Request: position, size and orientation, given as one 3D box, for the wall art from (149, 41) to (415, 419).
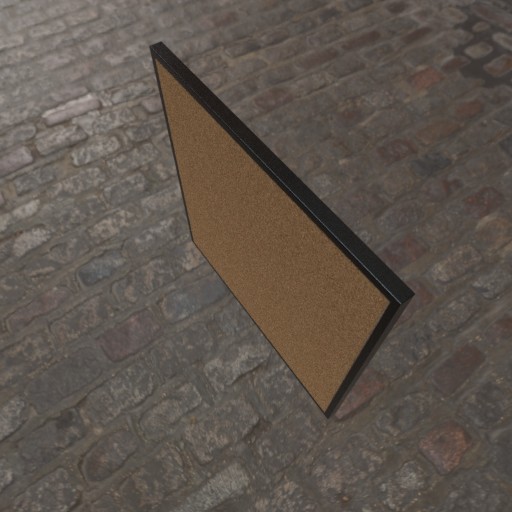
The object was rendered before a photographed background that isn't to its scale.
[{"bbox_3d":[0.000,0.000,0.517,0.014,0.349,0.349,-31,63,-18],"label":"wall art"}]
